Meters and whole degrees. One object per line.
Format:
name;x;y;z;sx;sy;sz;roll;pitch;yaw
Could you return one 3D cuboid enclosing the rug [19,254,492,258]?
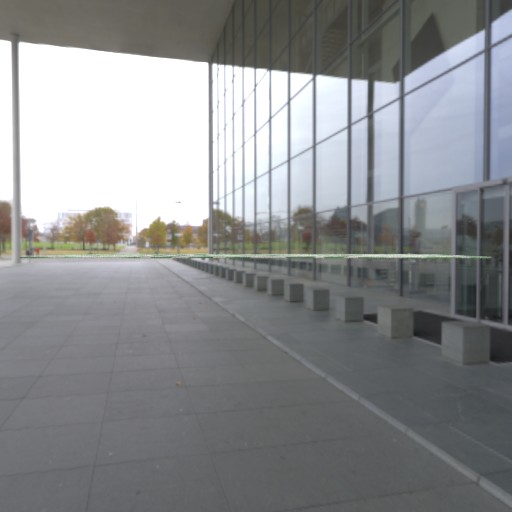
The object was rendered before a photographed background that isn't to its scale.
rug;0.000;0.000;2.661;2.438;0.006;0.761;0;1;0
